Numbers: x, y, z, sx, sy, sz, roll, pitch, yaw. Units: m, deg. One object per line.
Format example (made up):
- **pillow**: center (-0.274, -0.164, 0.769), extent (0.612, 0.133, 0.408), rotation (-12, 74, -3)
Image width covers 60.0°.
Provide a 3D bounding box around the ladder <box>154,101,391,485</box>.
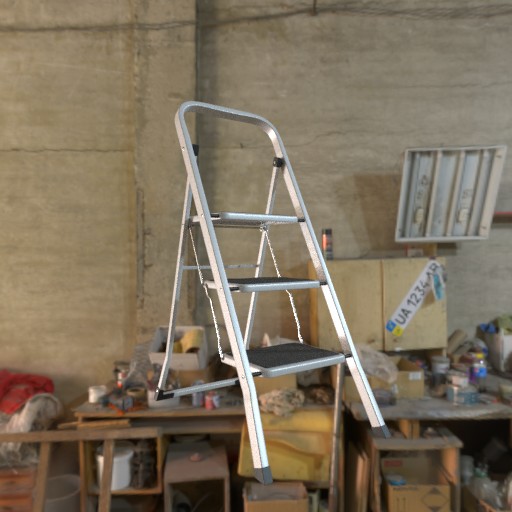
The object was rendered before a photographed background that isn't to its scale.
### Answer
- **ladder**: center (0.000, 0.000, 1.438), extent (0.460, 1.050, 0.711), rotation (0, 1, -36)
